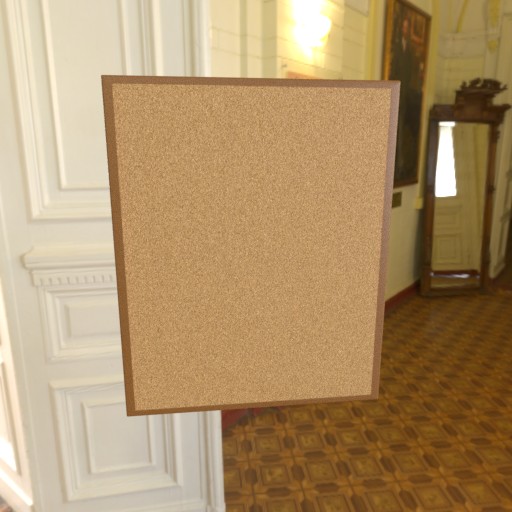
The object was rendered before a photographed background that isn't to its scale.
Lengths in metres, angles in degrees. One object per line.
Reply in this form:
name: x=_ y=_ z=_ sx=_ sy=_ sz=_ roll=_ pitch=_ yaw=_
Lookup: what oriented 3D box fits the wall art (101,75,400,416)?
wall art: x=0.000 y=0.000 z=0.505 sx=0.310 sy=0.379 sz=0.015 roll=-2 pitch=13 yaw=-7
